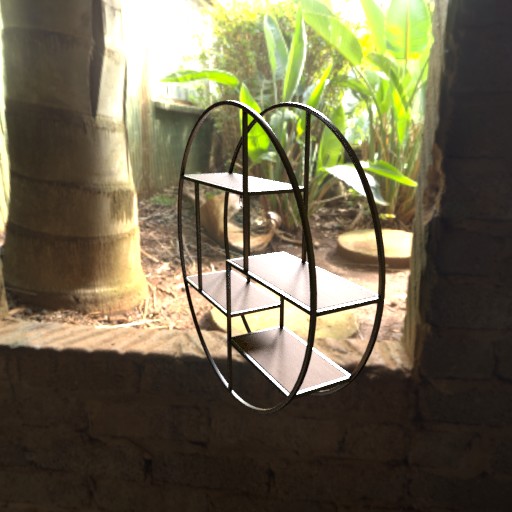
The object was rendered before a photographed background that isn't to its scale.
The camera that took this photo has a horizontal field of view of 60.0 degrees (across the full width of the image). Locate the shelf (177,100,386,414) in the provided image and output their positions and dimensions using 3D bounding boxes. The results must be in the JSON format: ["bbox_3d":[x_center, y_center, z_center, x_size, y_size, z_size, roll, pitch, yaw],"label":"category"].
[{"bbox_3d":[0.000,0.000,1.348,0.202,0.888,0.888,-8,18,-27],"label":"shelf"}]
